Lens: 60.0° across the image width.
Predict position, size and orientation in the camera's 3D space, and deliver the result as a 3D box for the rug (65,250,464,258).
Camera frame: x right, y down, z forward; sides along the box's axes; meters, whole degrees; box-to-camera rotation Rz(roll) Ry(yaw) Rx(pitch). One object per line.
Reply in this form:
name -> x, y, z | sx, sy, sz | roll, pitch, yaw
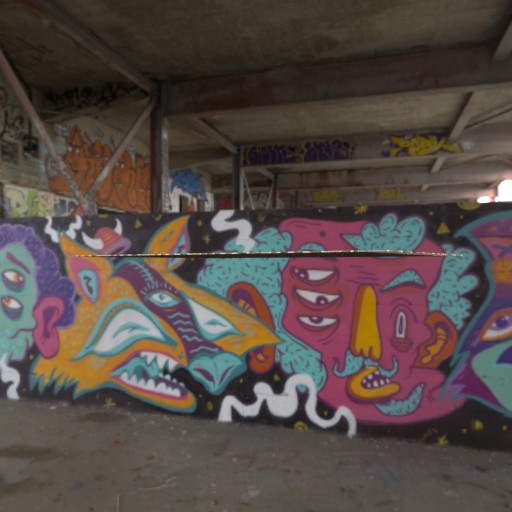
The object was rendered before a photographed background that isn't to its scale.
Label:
rug -> 0.000, 0.000, 3.112 | 2.438, 0.008, 1.524 | -1, -1, 36
